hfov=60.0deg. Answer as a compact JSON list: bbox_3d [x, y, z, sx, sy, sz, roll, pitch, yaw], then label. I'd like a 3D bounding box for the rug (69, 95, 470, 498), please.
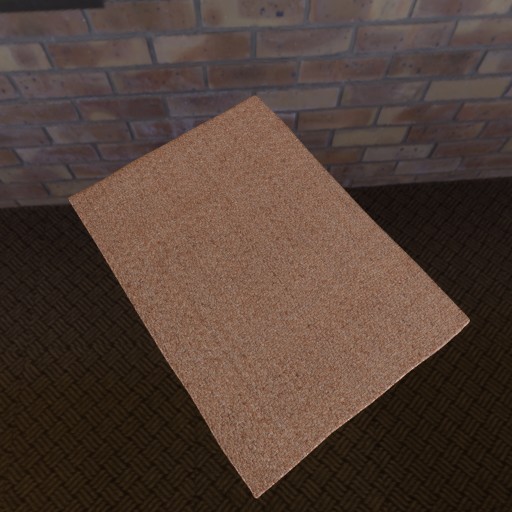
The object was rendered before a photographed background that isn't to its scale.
[{"bbox_3d":[0.000,0.000,2.726,1.566,0.013,2.141,-33,69,-15],"label":"rug"}]
